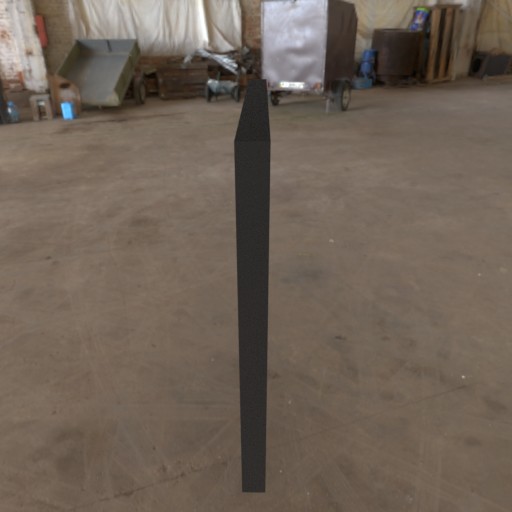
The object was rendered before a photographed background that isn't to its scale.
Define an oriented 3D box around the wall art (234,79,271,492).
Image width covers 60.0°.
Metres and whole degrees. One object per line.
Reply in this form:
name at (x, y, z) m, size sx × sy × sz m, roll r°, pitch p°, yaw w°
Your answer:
wall art at (0.000, 0.000, 0.679) m, size 0.030 × 0.458 × 0.462 m, roll 0°, pitch 28°, yaw 1°
